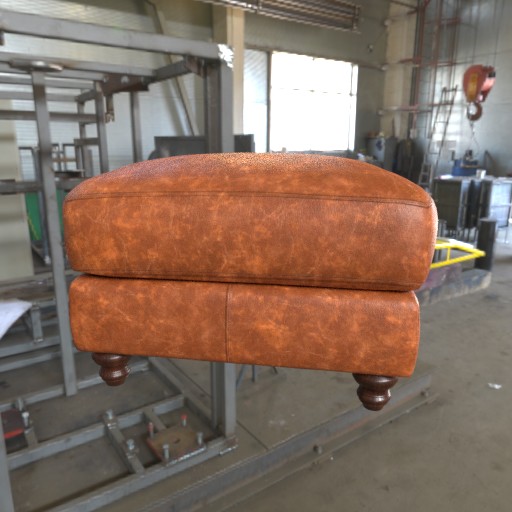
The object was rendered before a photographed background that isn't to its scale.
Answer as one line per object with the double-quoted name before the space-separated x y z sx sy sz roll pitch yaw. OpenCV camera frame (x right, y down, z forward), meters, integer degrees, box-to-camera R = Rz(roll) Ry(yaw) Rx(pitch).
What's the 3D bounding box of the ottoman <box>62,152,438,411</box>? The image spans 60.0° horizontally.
"ottoman" 0.000 0.000 1.237 0.832 0.562 0.657 2 14 9
